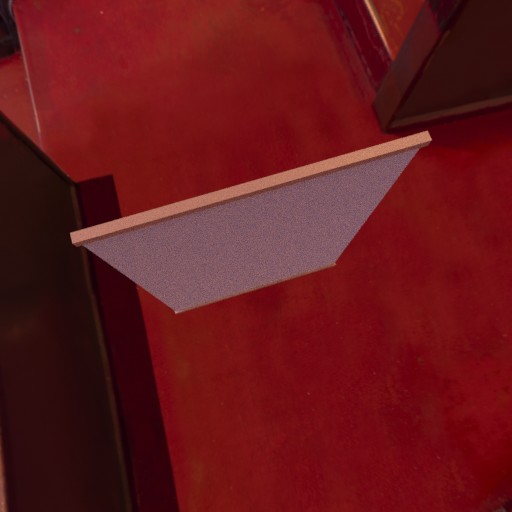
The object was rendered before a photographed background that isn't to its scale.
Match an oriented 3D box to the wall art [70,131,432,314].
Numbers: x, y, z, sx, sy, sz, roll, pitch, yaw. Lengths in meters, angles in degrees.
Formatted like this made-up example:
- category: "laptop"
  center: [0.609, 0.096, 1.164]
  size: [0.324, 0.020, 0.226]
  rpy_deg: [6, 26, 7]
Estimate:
- category: "wall art"
  center: [0.000, 0.000, 1.908]
  size: [0.990, 1.519, 0.030]
  rpy_deg: [-17, 76, -4]
